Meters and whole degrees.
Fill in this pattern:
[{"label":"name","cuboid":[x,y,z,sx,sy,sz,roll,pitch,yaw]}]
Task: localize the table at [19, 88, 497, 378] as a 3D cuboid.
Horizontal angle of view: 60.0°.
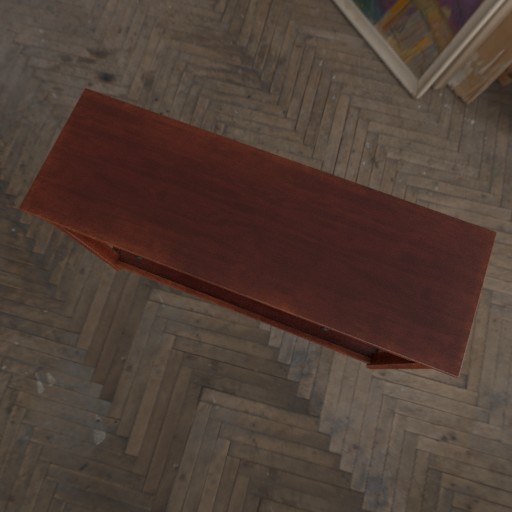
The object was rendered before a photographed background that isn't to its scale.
[{"label":"table","cuboid":[0.000,0.000,1.511,1.188,0.739,0.392,21,77,5]}]
